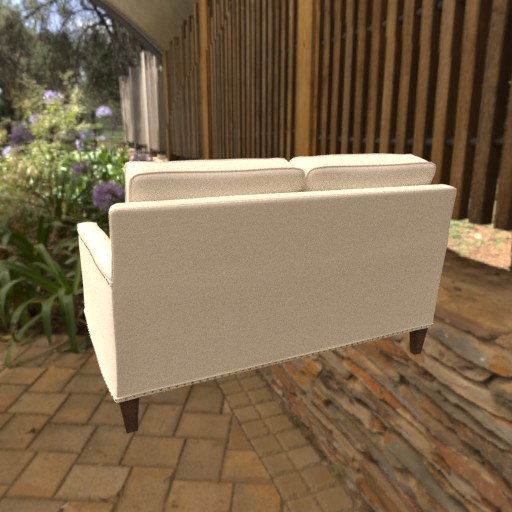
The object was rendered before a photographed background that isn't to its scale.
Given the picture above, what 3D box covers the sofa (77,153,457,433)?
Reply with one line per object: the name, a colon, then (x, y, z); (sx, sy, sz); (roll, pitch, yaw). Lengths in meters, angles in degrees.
sofa: (0.000, 0.000, 2.215); (1.597, 1.003, 1.084); (-7, 16, -25)
